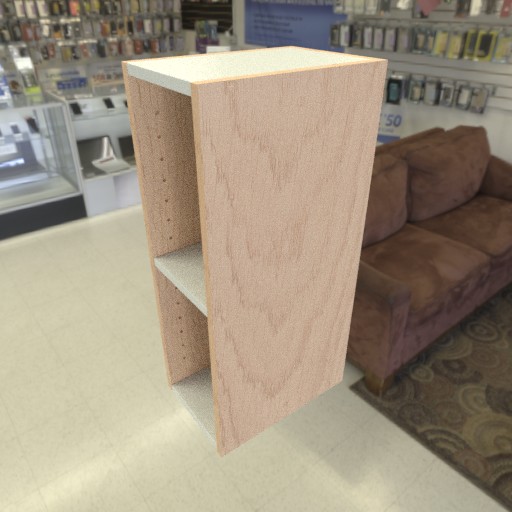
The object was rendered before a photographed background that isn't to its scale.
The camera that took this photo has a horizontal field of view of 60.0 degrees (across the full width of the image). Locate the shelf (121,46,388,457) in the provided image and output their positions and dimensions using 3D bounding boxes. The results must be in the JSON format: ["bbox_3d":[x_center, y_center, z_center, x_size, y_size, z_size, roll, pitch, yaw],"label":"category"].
[{"bbox_3d":[0.000,0.000,0.737,0.290,0.600,0.200,-21,37,-30],"label":"shelf"}]
